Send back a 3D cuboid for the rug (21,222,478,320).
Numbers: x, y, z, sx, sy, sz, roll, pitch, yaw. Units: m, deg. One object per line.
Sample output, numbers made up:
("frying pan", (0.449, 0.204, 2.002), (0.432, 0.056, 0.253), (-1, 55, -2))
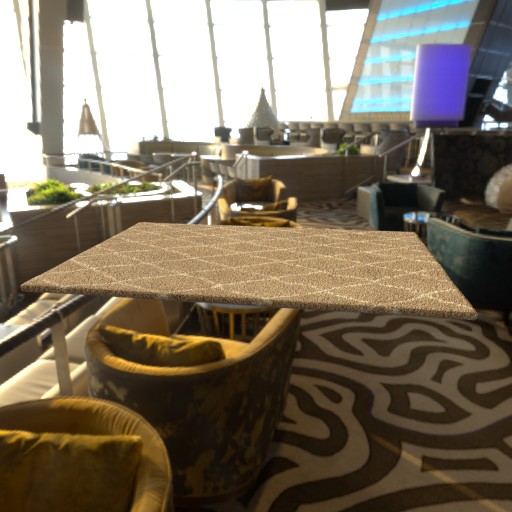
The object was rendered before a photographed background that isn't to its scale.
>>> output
("rug", (0.000, 0.000, 2.262), (1.778, 0.030, 1.219), (3, 17, 9))
